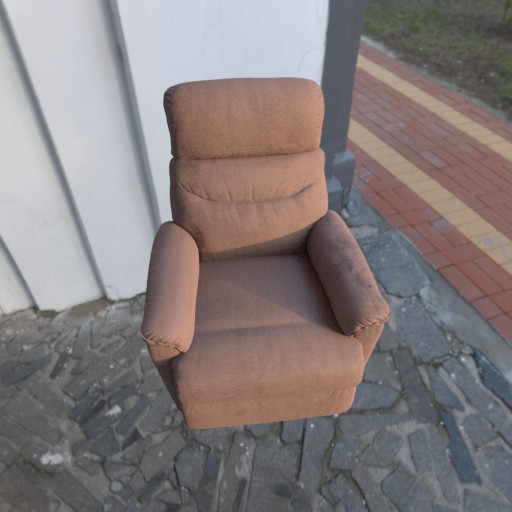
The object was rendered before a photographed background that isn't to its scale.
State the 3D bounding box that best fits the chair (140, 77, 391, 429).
[{"bbox_3d":[0.000,0.000,1.729,0.820,1.037,1.004,-4,45,-5],"label":"chair"}]
